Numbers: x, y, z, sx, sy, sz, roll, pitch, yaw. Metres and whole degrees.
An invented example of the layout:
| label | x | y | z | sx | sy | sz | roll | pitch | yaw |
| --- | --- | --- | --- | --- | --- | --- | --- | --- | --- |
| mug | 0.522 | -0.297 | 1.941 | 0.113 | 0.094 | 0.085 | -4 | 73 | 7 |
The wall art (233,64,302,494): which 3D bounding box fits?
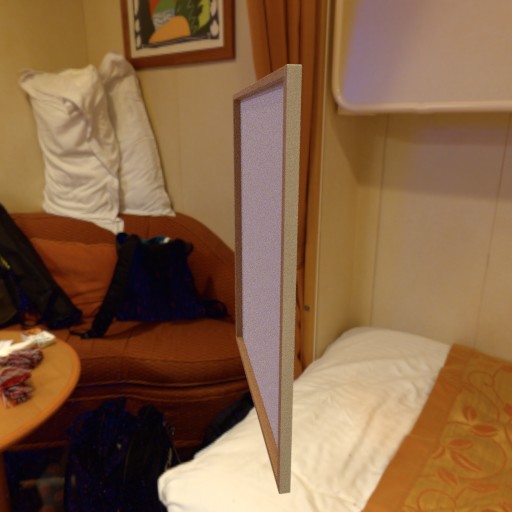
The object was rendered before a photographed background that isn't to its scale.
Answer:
| label | x | y | z | sx | sy | sz | roll | pitch | yaw |
| --- | --- | --- | --- | --- | --- | --- | --- | --- | --- |
| wall art | 0.000 | 0.000 | 0.981 | 0.021 | 0.710 | 0.609 | -3 | 17 | -9 |
